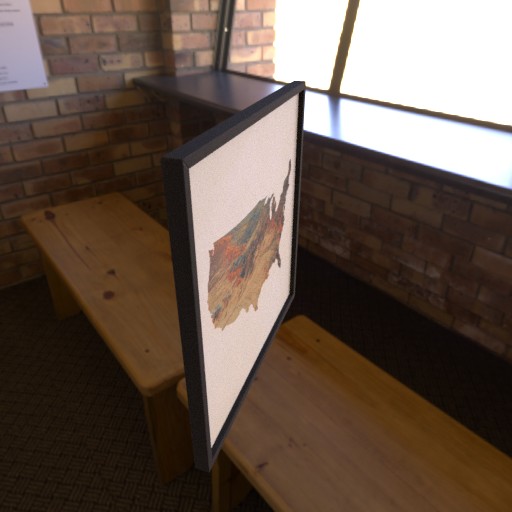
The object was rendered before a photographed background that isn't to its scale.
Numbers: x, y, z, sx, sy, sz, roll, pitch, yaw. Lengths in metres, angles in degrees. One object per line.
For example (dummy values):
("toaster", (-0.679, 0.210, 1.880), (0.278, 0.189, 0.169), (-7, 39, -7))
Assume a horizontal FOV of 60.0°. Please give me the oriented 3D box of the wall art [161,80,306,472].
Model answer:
("wall art", (0.000, 0.000, 0.466), (0.015, 0.303, 0.304), (10, 32, 17))
